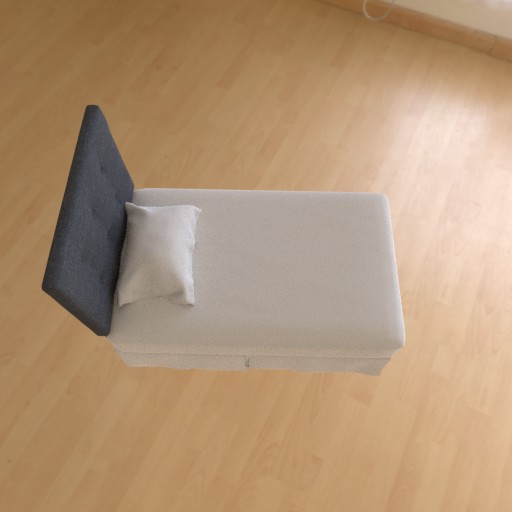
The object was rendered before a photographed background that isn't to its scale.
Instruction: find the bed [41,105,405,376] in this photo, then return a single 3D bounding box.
[{"bbox_3d":[0.000,0.000,2.975,1.997,1.571,1.261,1,65,1],"label":"bed"}]
